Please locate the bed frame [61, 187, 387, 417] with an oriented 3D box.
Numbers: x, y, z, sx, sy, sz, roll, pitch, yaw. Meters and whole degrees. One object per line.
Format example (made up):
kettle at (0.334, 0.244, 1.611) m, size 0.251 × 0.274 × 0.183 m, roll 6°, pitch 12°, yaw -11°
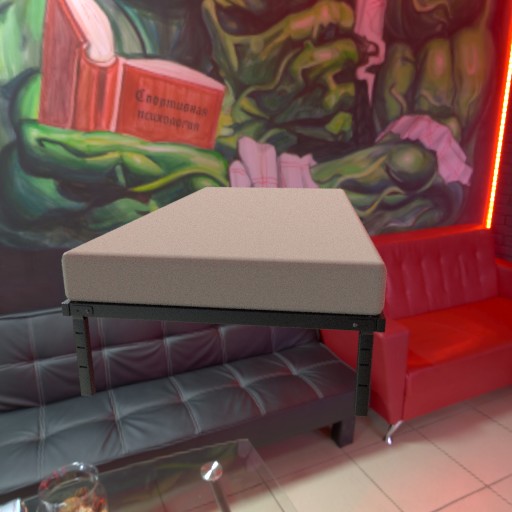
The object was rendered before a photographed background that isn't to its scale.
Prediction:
bed frame at (0.000, 0.000, 3.133) m, size 1.393 × 0.680 × 2.635 m, roll 2°, pitch 15°, yaw 7°
